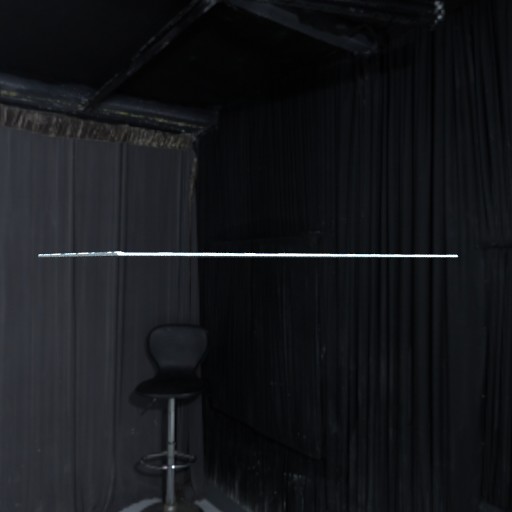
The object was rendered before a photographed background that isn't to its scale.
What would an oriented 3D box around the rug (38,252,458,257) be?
[{"bbox_3d":[0.000,0.000,3.027,2.438,0.015,1.518,0,0,-36],"label":"rug"}]
